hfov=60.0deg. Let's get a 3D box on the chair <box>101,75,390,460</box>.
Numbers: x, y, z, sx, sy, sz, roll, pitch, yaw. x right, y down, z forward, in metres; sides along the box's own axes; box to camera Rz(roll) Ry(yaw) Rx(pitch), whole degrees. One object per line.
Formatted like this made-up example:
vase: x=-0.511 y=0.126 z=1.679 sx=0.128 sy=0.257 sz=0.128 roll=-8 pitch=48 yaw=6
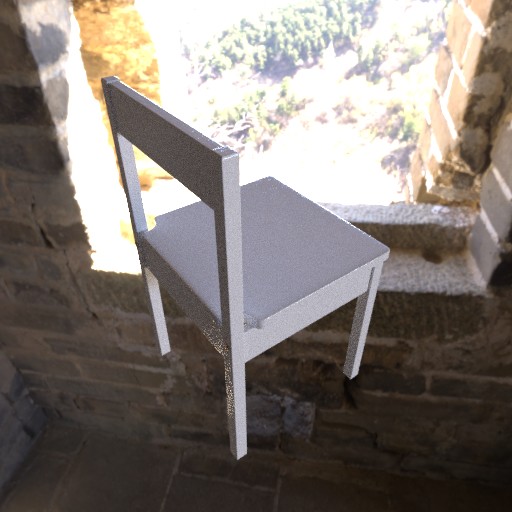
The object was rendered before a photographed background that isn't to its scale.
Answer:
chair: x=0.000 y=0.000 z=0.886 sx=0.361 sy=0.668 sz=0.367 roll=-25 pitch=45 yaw=-28
